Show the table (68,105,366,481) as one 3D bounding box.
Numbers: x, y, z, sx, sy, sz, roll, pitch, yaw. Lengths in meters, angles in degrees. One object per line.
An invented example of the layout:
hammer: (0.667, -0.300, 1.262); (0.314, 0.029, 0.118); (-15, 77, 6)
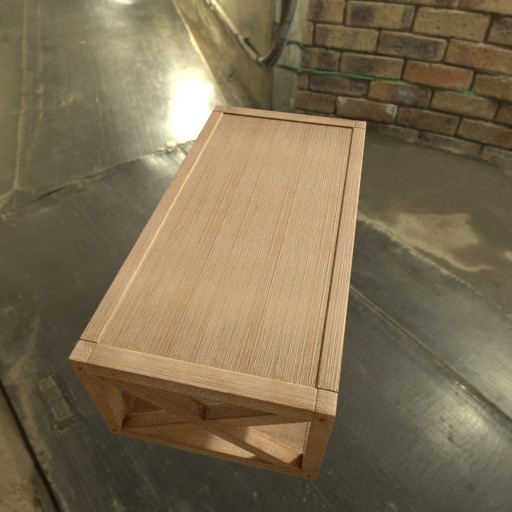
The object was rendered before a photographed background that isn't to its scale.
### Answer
table: (0.000, 0.000, 1.645); (0.660, 0.457, 1.321); (9, 47, 9)
